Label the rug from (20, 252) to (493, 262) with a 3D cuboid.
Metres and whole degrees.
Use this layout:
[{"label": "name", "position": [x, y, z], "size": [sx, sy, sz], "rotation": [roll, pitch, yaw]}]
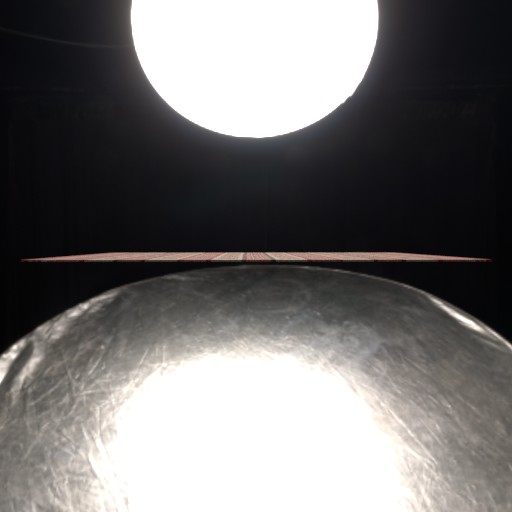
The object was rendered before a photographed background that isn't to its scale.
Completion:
[{"label": "rug", "position": [0.000, 0.000, 3.036], "size": [2.431, 0.010, 1.535], "rotation": [0, 2, -1]}]
